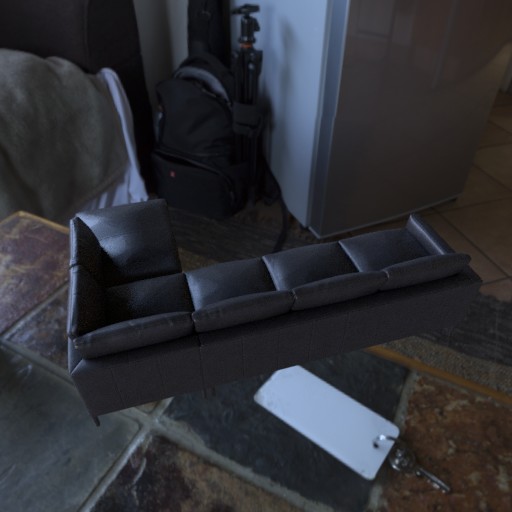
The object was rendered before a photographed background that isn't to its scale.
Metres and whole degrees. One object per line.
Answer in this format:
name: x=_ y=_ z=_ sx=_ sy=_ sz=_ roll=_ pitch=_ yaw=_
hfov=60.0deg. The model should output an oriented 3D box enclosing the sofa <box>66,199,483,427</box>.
sofa: x=0.000 y=0.000 z=3.806 sx=2.984 sy=0.877 sz=1.938 roll=-11 pitch=43 yaw=-12
